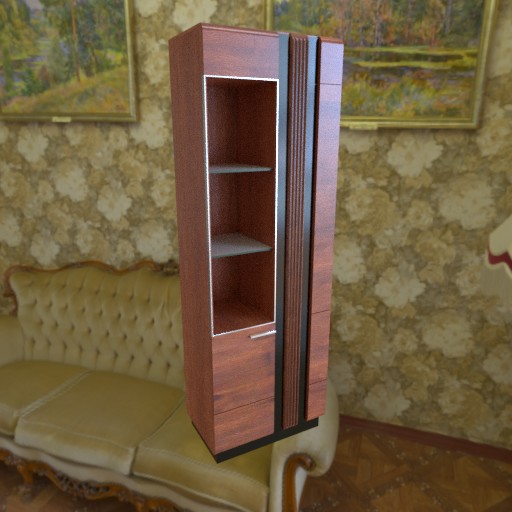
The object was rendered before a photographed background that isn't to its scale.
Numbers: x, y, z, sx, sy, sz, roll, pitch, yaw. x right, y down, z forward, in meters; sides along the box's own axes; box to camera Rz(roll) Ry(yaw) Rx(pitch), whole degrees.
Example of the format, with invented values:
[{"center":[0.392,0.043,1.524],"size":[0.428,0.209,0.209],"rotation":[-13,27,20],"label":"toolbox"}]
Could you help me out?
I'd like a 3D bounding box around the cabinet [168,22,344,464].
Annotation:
[{"center":[0.000,0.000,2.214],"size":[0.660,1.980,0.420],"rotation":[-8,18,-27],"label":"cabinet"}]
